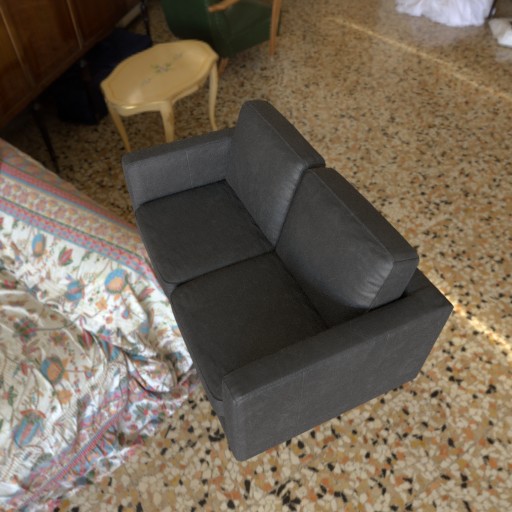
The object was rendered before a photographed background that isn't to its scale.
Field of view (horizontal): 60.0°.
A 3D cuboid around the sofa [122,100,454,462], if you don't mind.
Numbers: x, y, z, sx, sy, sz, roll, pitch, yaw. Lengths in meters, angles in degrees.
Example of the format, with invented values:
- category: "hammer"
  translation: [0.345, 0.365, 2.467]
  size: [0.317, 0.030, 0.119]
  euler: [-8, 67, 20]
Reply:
- category: "sofa"
  translation: [0.000, 0.000, 2.038]
  size: [0.879, 0.899, 1.430]
  euler: [-19, 50, -17]
